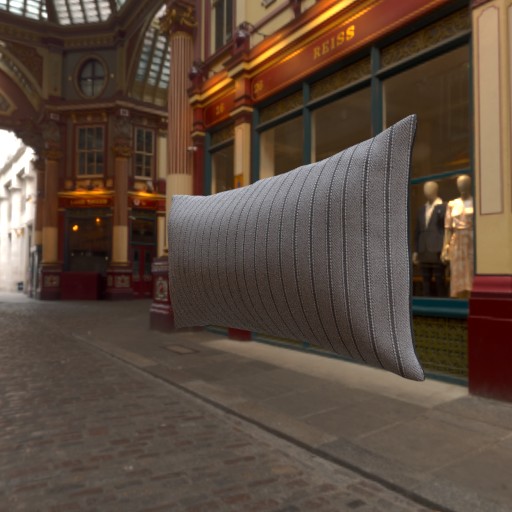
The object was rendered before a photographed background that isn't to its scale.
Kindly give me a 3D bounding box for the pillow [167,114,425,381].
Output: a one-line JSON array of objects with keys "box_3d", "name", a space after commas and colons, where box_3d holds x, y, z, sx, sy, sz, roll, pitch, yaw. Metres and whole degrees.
[{"box_3d": [0.000, 0.000, 0.735, 0.151, 0.305, 0.609, 1, -2, -37], "name": "pillow"}]
